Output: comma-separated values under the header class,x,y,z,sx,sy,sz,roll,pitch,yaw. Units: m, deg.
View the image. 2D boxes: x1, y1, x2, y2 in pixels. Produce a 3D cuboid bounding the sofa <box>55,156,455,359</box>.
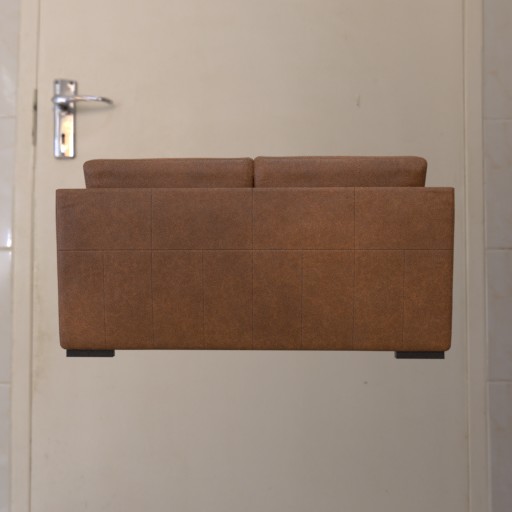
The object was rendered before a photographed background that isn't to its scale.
class,x,y,z,sx,sy,sz,roll,pitch,yaw
sofa,0.000,0.000,2.534,1.880,0.966,1.144,0,-1,2
